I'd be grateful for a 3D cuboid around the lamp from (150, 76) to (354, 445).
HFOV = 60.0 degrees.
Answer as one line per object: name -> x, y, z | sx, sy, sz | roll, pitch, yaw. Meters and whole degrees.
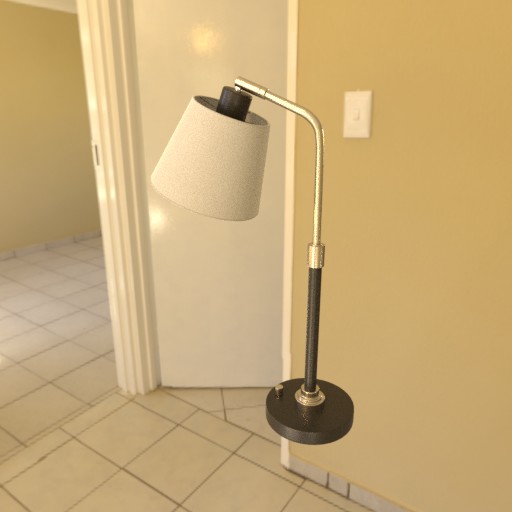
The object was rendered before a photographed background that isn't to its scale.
lamp -> 0.000, 0.000, 0.712 | 0.348, 0.539, 0.181 | 8, 20, 24
